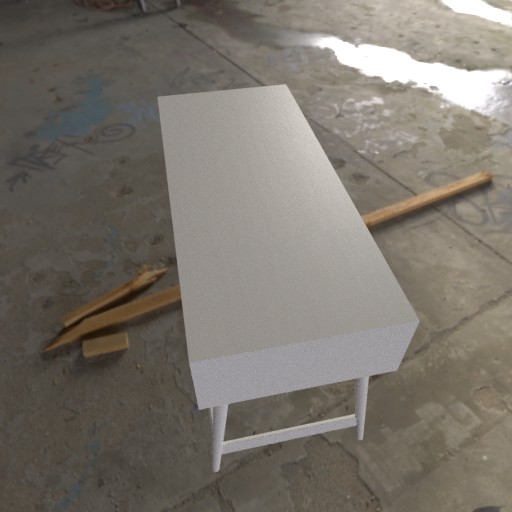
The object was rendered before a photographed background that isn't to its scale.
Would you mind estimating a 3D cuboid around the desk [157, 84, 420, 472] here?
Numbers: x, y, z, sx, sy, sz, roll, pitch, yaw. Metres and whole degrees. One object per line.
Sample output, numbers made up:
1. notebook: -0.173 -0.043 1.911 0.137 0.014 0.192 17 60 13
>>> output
1. desk: 0.000 0.000 1.776 0.589 0.762 1.313 -9 47 -8
